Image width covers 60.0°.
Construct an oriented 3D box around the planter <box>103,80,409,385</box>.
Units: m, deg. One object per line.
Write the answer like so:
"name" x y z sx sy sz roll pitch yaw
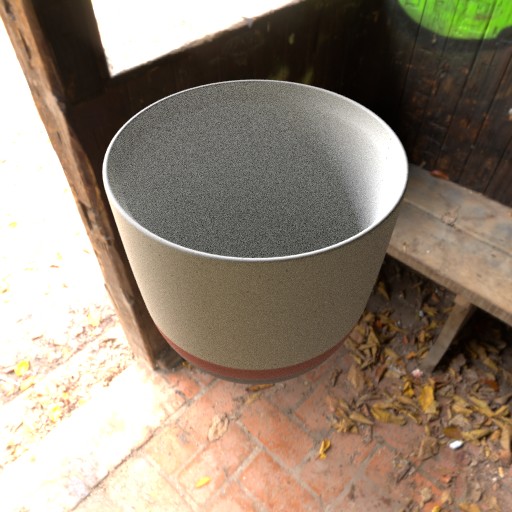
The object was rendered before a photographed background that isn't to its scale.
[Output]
"planter" 0.000 0.000 0.380 0.204 0.214 0.204 0 48 0
